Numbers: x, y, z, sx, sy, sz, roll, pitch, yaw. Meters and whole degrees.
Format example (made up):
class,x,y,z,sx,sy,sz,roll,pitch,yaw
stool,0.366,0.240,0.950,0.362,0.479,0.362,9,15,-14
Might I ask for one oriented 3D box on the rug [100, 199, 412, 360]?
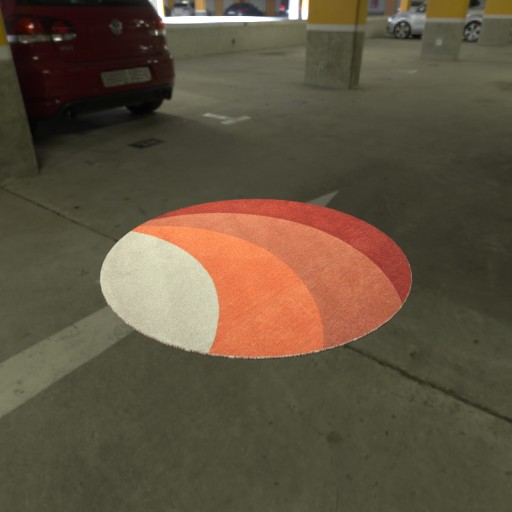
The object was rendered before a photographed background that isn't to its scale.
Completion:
class,x,y,z,sx,sy,sz,roll,pitch,yaw
rug,0.000,0.000,2.252,1.514,0.015,1.514,0,29,0
